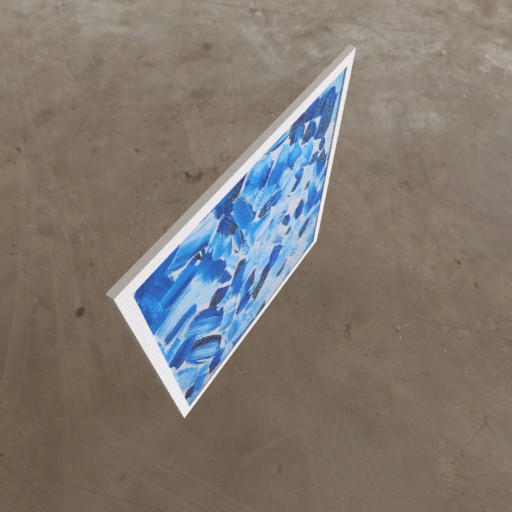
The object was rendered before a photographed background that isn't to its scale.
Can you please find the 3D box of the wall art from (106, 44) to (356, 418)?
[{"bbox_3d":[0.000,0.000,0.990,0.015,0.660,0.660,30,62,18],"label":"wall art"}]
